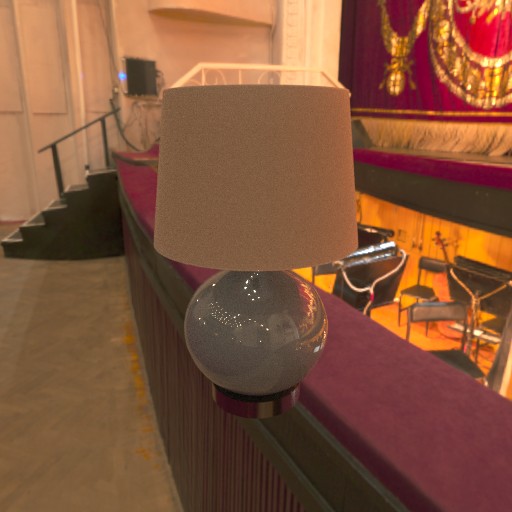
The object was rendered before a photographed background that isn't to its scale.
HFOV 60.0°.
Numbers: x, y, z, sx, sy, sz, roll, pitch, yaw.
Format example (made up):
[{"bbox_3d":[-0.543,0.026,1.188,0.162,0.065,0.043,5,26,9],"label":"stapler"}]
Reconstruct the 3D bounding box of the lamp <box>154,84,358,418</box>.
[{"bbox_3d":[0.000,0.000,0.553,0.247,0.387,0.247,0,17,0],"label":"lamp"}]
